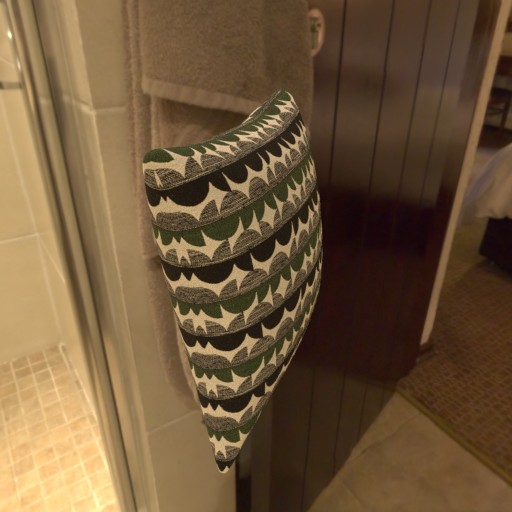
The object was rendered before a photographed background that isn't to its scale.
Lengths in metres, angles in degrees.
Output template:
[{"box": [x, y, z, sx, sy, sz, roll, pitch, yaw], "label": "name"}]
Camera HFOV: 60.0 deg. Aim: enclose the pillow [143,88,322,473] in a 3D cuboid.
[{"box": [0.000, 0.000, 0.640, 0.180, 0.404, 0.419, 10, 30, 17], "label": "pillow"}]
